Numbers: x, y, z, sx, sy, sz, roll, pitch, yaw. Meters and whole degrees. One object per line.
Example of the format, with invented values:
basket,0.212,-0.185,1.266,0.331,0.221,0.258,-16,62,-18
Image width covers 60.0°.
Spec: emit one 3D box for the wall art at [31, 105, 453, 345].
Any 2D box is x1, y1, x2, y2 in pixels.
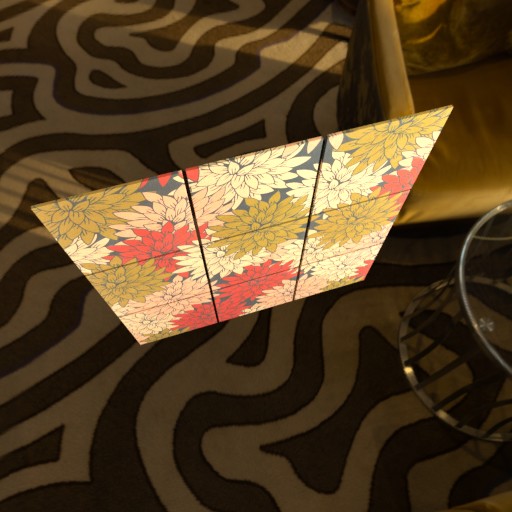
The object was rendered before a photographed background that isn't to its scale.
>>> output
wall art,0.000,0.000,2.212,1.519,1.534,0.013,-15,63,-8
